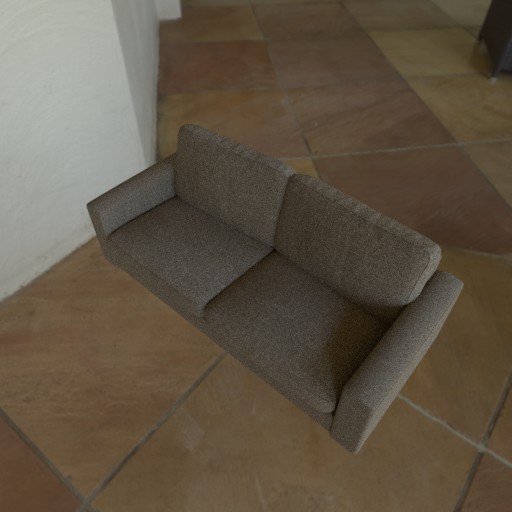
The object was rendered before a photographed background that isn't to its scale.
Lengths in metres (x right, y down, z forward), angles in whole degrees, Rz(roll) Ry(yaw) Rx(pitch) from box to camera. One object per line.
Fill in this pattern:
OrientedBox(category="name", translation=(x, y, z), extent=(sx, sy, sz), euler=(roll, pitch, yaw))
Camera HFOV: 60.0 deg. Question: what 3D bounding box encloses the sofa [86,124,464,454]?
OrientedBox(category="sofa", translation=(0.000, 0.000, 2.759), extent=(2.179, 0.873, 1.016), euler=(32, 54, 27))
